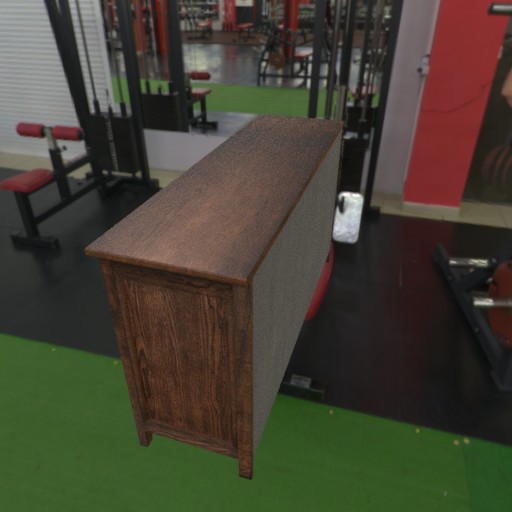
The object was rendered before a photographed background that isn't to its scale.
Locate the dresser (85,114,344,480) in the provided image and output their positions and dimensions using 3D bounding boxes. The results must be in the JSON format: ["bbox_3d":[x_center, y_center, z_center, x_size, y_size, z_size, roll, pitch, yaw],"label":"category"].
[{"bbox_3d":[0.000,0.000,1.976,0.463,0.856,1.551,10,33,15],"label":"dresser"}]
